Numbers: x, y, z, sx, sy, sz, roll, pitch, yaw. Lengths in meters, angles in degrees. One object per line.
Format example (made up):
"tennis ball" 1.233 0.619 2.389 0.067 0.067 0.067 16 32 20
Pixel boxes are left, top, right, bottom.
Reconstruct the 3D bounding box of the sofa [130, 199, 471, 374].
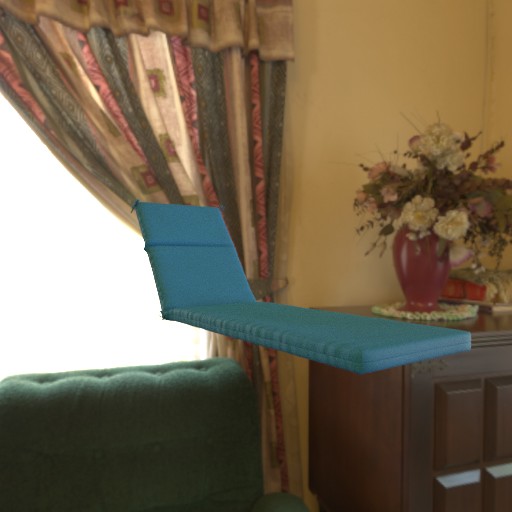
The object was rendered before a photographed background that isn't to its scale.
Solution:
"sofa" 0.000 0.000 1.930 0.582 0.622 1.663 0 0 -35
